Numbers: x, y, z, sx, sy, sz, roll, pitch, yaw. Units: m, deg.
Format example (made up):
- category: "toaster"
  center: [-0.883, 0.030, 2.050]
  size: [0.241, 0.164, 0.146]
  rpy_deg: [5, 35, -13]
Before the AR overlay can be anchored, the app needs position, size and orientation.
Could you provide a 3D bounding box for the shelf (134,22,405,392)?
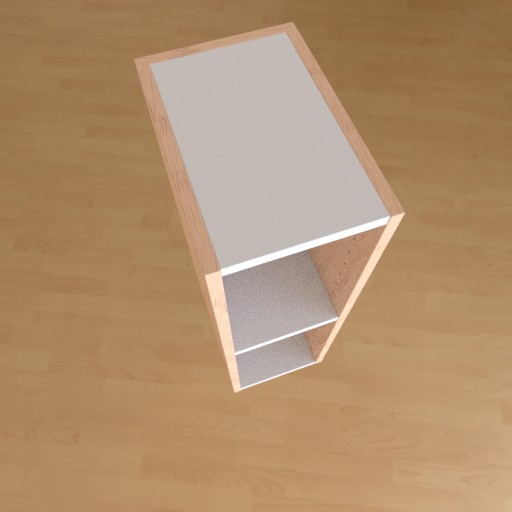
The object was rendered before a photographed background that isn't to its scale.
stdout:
- category: "shelf"
  center: [0.000, 0.000, 0.733]
  size: [0.200, 0.600, 0.290]
  rpy_deg: [-17, 65, -9]
